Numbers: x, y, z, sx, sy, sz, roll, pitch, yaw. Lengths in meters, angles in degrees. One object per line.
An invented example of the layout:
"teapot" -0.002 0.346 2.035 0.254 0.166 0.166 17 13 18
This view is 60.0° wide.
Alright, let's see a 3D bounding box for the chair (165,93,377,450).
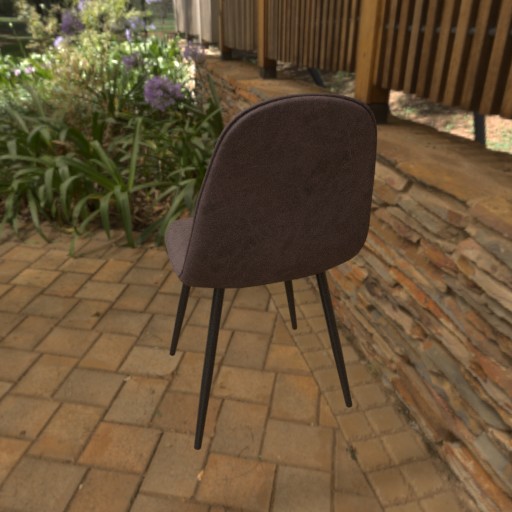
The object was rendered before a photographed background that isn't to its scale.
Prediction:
"chair" 0.000 0.000 1.192 0.472 0.889 0.561 -9 28 -17
